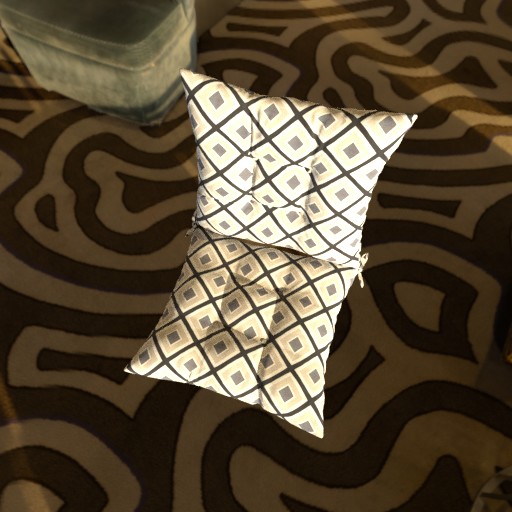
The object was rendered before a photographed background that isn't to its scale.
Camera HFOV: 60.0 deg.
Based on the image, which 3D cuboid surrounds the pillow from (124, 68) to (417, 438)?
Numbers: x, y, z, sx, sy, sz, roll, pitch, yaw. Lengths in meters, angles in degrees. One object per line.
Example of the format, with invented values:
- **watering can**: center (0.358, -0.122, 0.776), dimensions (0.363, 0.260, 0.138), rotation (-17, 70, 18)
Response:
- **pillow**: center (0.000, 0.000, 1.010), dimensions (0.541, 0.536, 0.585), rotation (15, 60, 9)
